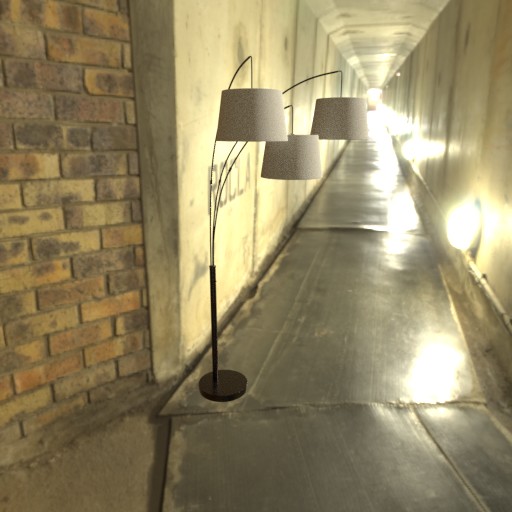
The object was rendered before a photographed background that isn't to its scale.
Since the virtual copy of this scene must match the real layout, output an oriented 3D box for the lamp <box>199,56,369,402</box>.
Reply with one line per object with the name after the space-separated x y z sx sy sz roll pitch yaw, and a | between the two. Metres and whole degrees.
0.000 0.000 2.502 0.951 1.950 0.924 -15 21 -42 | lamp
